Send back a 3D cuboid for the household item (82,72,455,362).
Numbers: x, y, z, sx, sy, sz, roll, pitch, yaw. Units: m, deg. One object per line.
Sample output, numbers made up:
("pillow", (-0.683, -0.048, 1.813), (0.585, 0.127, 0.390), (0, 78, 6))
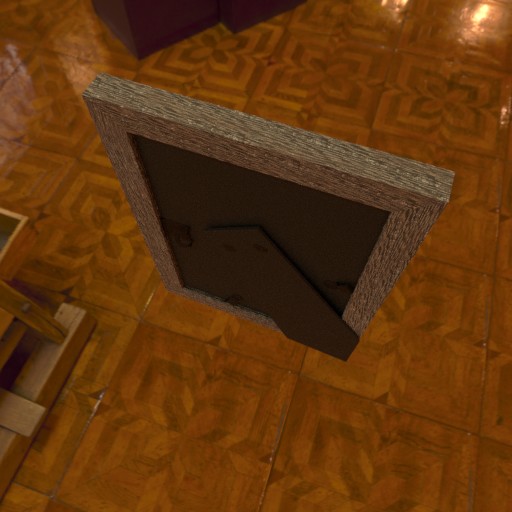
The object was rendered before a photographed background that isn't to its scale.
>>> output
("household item", (0.000, 0.000, 0.276), (0.160, 0.210, 0.020), (19, 63, 10))
